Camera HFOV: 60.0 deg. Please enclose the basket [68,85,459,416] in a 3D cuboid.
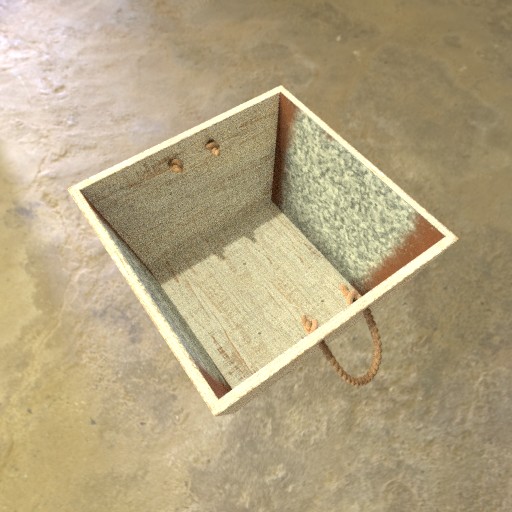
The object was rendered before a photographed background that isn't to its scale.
[{"bbox_3d":[0.000,0.000,0.757,0.413,0.247,0.545,-32,64,-18],"label":"basket"}]
